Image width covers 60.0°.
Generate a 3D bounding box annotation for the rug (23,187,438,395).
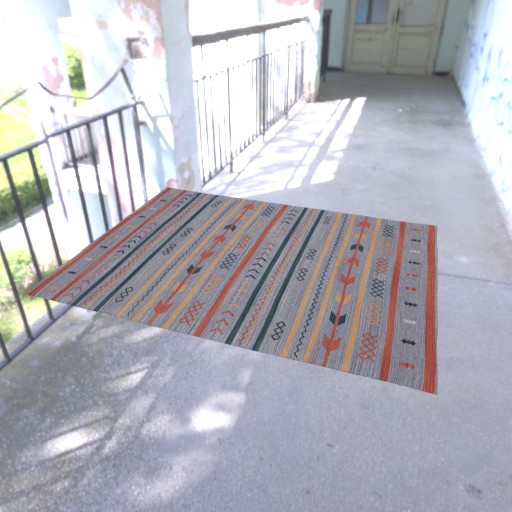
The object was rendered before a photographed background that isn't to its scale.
[{"bbox_3d":[0.000,0.000,3.908,3.029,0.022,2.263,10,33,16],"label":"rug"}]
